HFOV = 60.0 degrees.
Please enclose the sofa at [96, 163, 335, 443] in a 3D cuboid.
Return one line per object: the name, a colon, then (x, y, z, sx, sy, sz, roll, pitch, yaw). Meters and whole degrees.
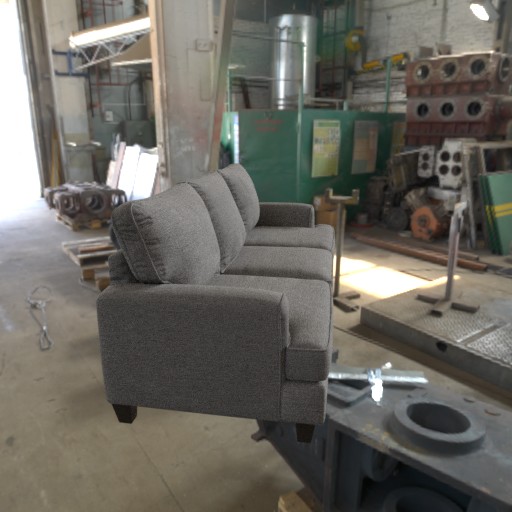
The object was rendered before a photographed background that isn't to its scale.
sofa: (0.000, 0.000, 2.695, 0.951, 0.965, 2.158, 3, 17, 10)
